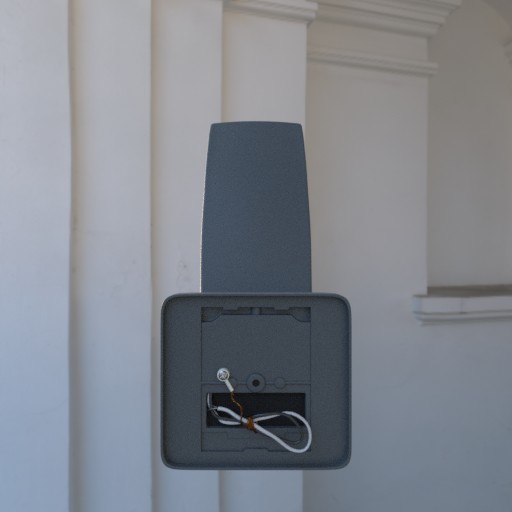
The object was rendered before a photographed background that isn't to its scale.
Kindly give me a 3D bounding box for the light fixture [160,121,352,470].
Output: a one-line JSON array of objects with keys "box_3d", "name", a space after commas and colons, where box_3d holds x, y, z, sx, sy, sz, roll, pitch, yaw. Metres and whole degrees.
[{"box_3d": [0.000, 0.000, 0.333, 0.108, 0.243, 0.174, 0, 0, 0], "name": "light fixture"}]
